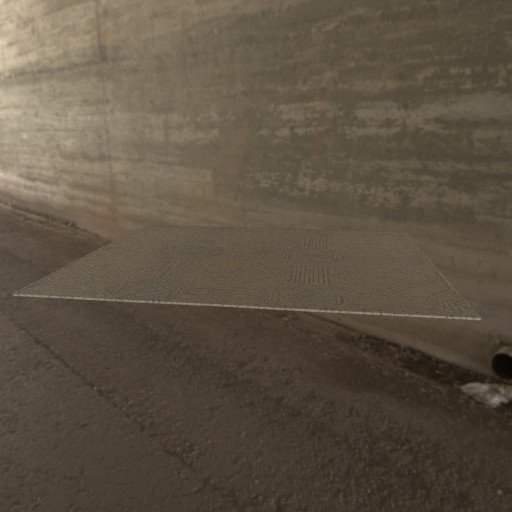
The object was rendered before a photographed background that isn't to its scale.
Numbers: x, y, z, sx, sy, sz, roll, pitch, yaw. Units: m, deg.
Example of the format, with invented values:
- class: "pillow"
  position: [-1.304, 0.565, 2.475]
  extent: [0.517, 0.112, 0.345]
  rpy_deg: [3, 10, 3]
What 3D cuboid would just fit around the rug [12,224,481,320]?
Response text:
- class: "rug"
  position: [0.000, 0.000, 4.015]
  extent: [3.049, 0.015, 2.457]
  rpy_deg: [2, 16, 8]
